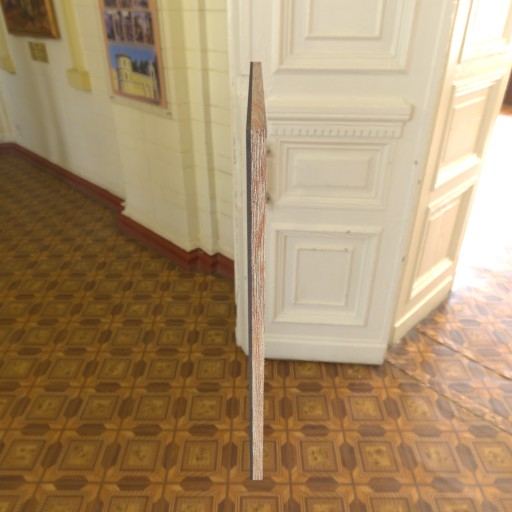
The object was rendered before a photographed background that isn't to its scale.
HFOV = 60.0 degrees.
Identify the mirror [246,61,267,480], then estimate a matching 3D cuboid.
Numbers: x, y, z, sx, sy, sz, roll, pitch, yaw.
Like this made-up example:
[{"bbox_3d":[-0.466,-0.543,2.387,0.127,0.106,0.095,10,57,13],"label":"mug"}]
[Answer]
[{"bbox_3d":[0.000,0.000,1.206,0.032,0.882,0.730,0,31,0],"label":"mirror"}]
